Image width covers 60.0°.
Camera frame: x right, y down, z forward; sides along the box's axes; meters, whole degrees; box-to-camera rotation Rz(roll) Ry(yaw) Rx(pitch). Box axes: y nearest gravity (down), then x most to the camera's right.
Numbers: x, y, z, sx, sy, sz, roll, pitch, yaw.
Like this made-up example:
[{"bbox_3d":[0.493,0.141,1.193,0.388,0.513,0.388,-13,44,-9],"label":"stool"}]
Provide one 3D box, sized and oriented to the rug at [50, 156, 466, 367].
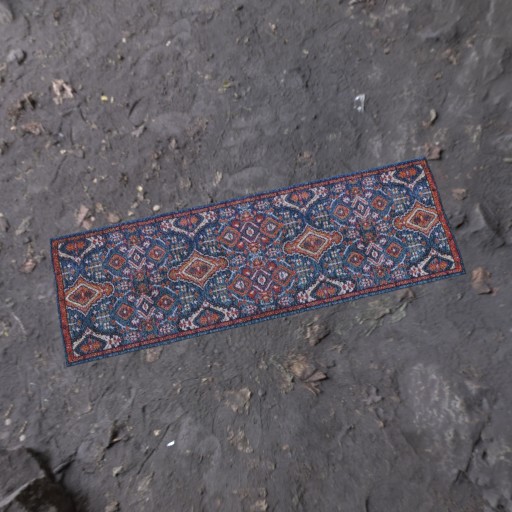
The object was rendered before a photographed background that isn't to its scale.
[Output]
[{"bbox_3d":[0.000,0.000,2.724,2.459,0.010,0.801,-13,77,-3],"label":"rug"}]
